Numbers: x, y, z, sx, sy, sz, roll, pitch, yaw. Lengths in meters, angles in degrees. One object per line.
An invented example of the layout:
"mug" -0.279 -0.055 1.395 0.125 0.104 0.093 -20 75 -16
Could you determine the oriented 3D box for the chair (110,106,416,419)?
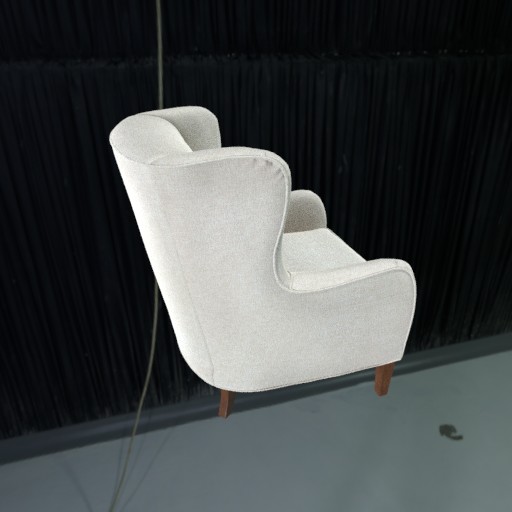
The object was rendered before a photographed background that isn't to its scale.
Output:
"chair" 0.000 0.000 1.747 0.966 1.040 0.838 -9 28 -16
